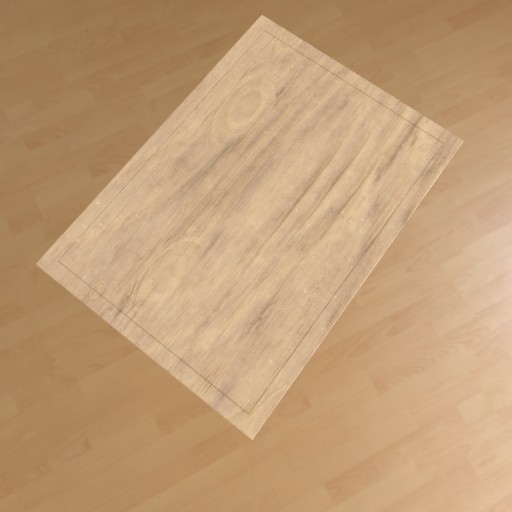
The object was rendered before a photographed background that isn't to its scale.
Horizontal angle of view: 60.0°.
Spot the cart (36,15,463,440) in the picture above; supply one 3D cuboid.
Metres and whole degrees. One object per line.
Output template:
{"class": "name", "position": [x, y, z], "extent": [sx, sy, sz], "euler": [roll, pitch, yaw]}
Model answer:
{"class": "cart", "position": [0.000, 0.000, 1.403], "extent": [0.567, 0.920, 0.797], "euler": [36, 78, 9]}
